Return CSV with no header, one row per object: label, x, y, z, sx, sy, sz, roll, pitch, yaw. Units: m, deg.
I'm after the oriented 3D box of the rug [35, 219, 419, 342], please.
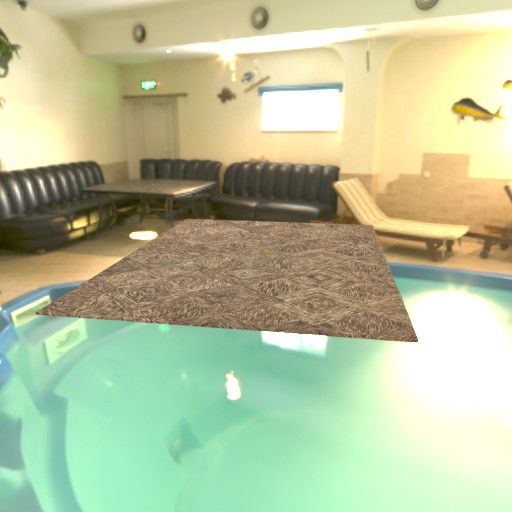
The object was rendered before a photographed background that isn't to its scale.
rug,0.000,0.000,4.251,2.448,0.017,3.204,3,16,9
